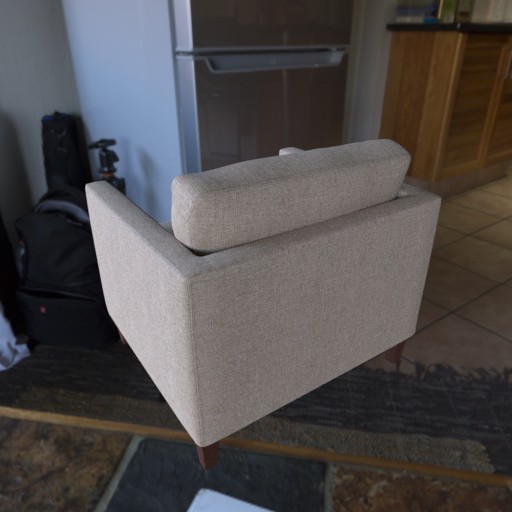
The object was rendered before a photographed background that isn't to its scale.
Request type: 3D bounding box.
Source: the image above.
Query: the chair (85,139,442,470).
[{"bbox_3d":[0.000,0.000,1.864,1.107,0.987,0.959,-18,33,-30],"label":"chair"}]
